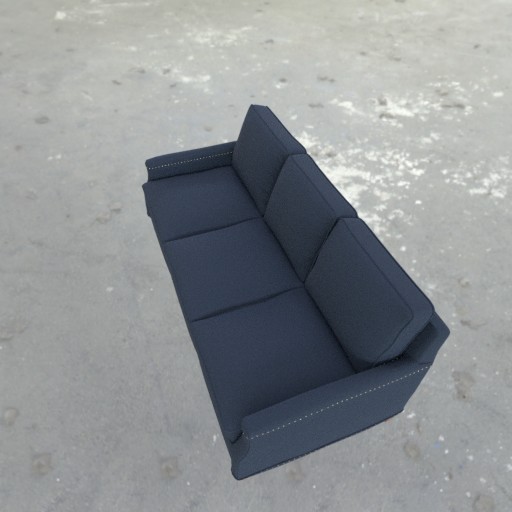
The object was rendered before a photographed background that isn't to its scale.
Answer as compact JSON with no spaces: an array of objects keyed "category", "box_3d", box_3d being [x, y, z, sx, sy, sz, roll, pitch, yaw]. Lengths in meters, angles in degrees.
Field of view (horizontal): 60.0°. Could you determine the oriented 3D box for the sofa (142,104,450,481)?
[{"category":"sofa","box_3d":[0.000,0.000,2.814,1.084,1.003,2.246,-15,48,-14]}]
